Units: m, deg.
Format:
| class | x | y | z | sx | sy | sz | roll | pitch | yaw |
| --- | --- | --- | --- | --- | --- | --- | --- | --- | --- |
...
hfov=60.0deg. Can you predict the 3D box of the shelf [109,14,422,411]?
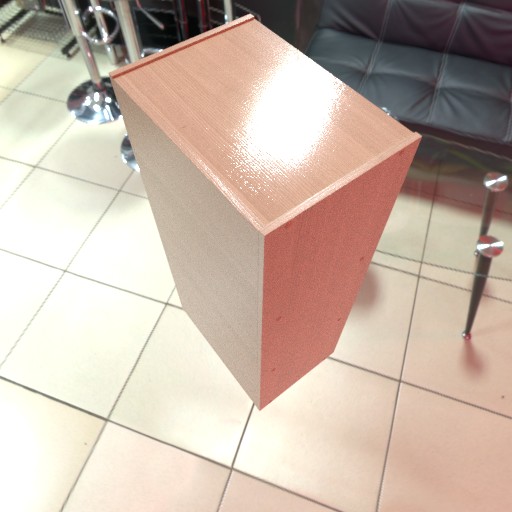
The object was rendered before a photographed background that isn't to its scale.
| class | x | y | z | sx | sy | sz | roll | pitch | yaw |
| --- | --- | --- | --- | --- | --- | --- | --- | --- | --- |
| shelf | 0.000 | 0.000 | 1.054 | 0.292 | 0.876 | 0.417 | -33 | 63 | -19 |
